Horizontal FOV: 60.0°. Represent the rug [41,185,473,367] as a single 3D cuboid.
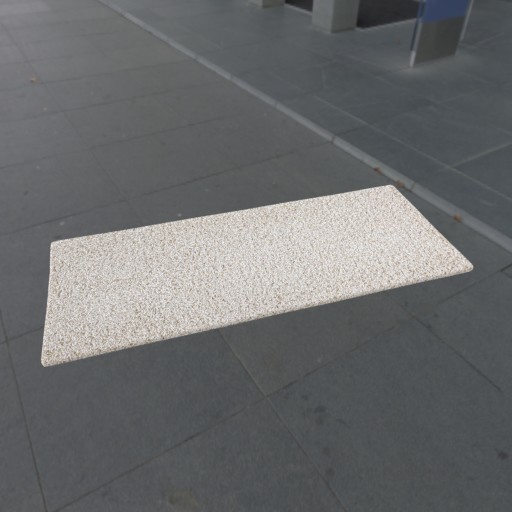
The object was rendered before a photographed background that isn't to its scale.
[{"bbox_3d":[0.000,0.000,1.714,1.524,0.030,0.609,-11,42,-12],"label":"rug"}]
